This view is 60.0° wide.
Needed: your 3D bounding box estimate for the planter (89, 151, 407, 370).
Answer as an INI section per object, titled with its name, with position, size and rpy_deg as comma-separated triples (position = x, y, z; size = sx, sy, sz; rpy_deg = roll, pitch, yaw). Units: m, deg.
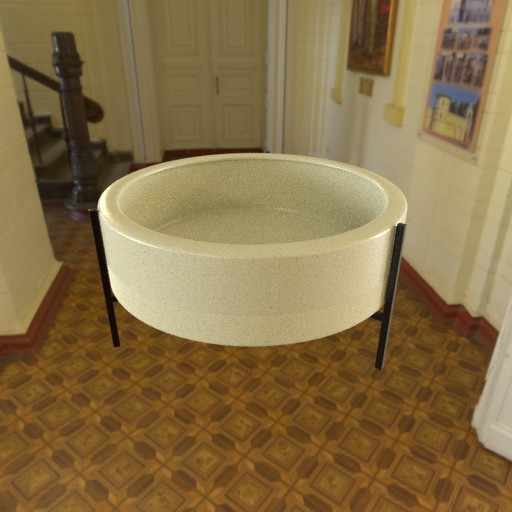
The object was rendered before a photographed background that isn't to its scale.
[planter]
position = 0.000, 0.000, 0.537
size = 0.345, 0.171, 0.336
rpy_deg = 19, 32, 33
